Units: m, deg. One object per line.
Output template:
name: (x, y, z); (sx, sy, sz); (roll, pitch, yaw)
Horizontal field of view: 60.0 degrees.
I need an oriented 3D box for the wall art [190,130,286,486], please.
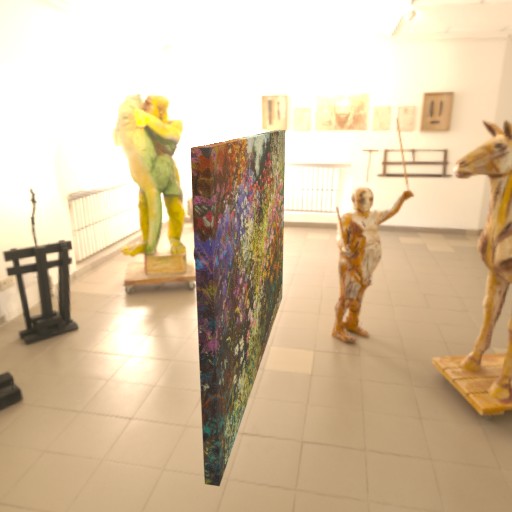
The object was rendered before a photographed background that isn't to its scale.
wall art: (0.000, 0.000, 1.442); (0.042, 0.760, 1.136); (3, 18, 10)
